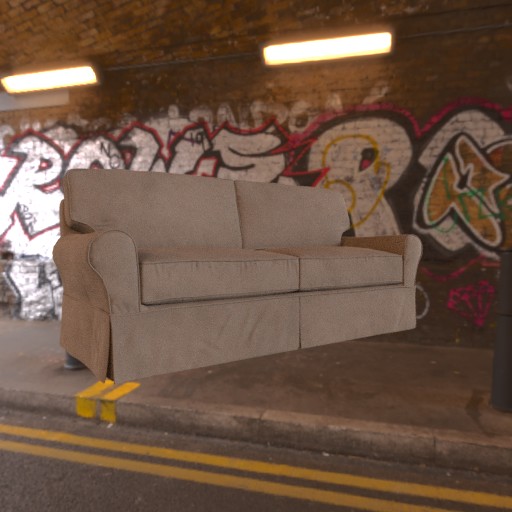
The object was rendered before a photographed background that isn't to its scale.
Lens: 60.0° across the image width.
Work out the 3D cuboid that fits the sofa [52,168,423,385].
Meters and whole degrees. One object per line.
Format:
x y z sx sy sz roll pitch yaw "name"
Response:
0.000 0.000 2.757 2.246 1.014 0.900 -1 2 -35 "sofa"
